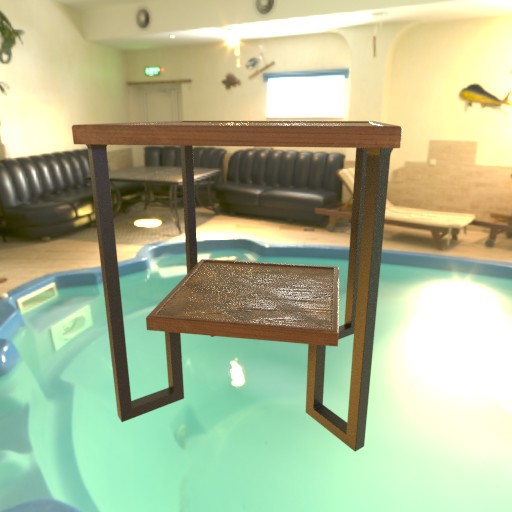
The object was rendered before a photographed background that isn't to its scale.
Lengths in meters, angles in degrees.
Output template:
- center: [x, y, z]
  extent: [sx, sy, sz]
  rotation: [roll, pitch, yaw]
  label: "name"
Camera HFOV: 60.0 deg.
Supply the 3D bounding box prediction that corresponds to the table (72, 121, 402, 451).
- center: [0.000, 0.000, 0.977]
  extent: [0.503, 0.563, 0.503]
  rotation: [3, 18, 10]
  label: "table"
